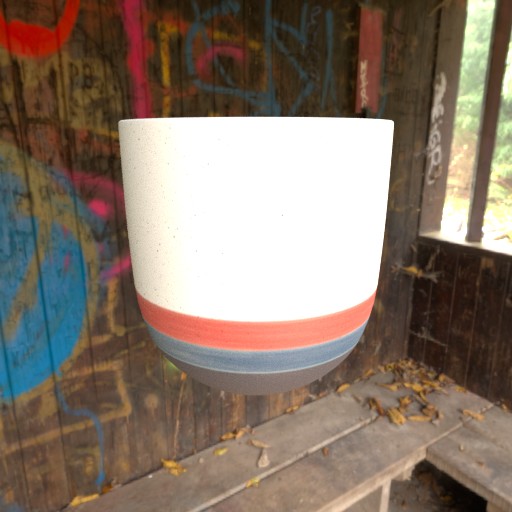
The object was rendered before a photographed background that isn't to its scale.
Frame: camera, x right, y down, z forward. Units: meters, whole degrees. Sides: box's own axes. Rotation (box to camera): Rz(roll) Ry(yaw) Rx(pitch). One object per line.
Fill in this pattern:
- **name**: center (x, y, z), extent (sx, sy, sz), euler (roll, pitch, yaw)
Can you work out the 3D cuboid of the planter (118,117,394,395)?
- **planter**: center (0.000, 0.000, 0.370), extent (0.204, 0.214, 0.204), euler (0, 15, 0)
